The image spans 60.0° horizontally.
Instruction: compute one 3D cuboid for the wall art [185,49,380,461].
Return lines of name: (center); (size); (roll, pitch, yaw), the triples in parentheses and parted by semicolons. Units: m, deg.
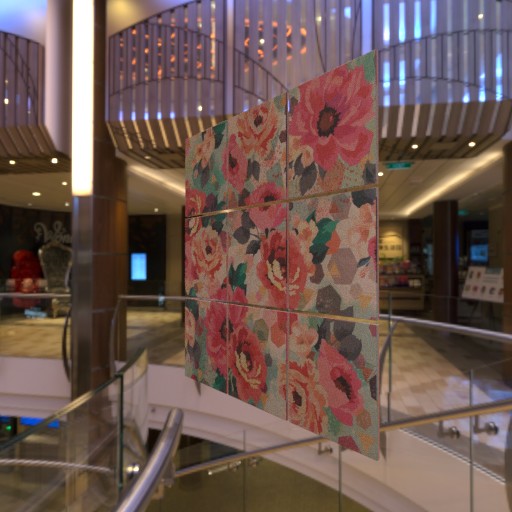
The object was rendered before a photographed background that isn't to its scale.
wall art: (0.000, 0.000, 1.805); (0.013, 1.220, 1.216); (1, -1, -36)
